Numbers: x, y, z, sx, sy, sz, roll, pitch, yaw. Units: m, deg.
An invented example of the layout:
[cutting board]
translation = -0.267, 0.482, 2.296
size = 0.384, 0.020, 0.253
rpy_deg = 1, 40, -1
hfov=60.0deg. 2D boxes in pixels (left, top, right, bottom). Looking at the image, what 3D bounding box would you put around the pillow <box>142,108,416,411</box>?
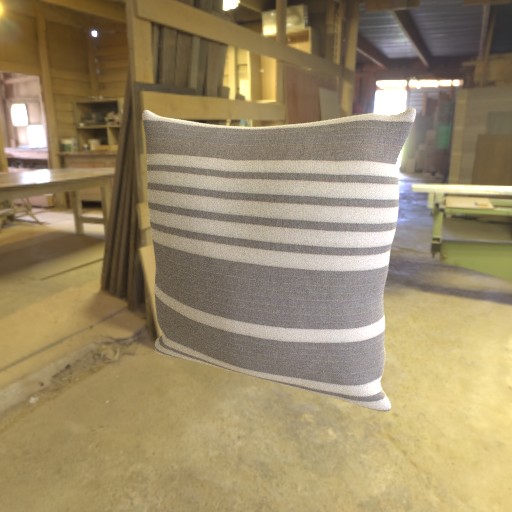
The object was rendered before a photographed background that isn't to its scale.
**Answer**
[pillow]
translation = 0.000, 0.000, 0.688
size = 0.439, 0.440, 0.182
rpy_deg = 8, 17, 26
